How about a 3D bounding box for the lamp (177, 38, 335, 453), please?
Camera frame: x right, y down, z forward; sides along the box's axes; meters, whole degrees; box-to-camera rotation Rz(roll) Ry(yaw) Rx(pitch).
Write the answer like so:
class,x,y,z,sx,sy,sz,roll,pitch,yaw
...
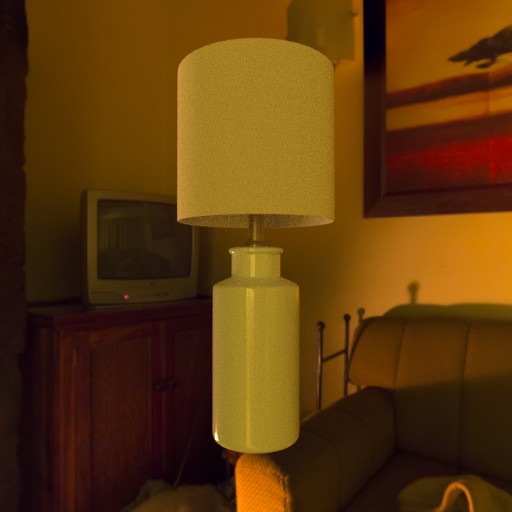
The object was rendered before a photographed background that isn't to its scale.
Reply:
class,x,y,z,sx,sy,sz,roll,pitch,yaw
lamp,0.000,0.000,0.606,0.212,0.493,0.212,0,-1,17
